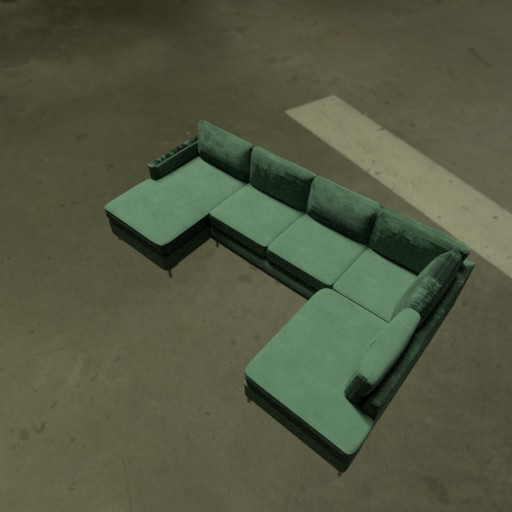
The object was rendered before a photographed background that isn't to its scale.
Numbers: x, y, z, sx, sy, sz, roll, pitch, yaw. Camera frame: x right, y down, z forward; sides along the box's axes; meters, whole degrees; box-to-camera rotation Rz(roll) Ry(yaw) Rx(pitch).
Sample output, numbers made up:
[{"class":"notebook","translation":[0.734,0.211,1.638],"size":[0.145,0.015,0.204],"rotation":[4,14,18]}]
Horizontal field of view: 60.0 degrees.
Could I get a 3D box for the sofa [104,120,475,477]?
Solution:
[{"class":"sofa","translation":[0.000,0.000,4.299],"size":[3.434,0.992,2.055],"rotation":[32,55,26]}]
